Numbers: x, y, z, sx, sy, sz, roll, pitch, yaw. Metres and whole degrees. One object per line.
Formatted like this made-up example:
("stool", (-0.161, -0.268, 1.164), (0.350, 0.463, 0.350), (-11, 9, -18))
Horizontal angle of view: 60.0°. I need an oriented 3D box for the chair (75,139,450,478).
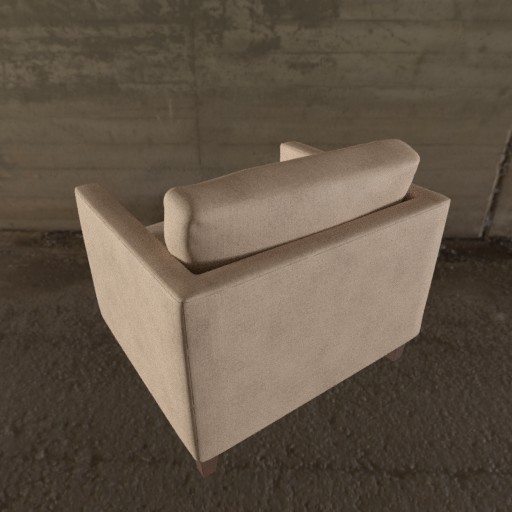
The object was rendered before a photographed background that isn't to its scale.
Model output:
("chair", (0.000, 0.000, 1.810), (1.133, 0.961, 0.959), (-20, 36, -30))
